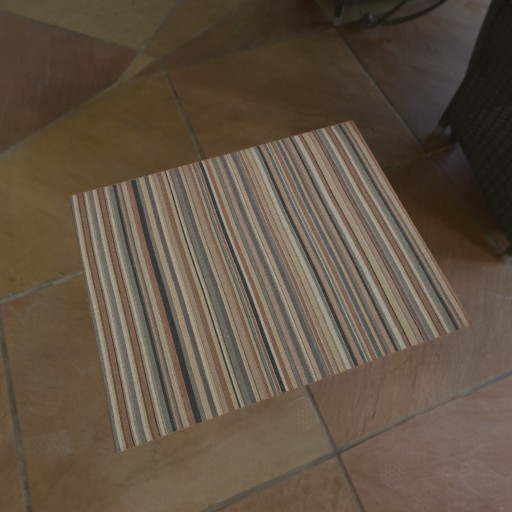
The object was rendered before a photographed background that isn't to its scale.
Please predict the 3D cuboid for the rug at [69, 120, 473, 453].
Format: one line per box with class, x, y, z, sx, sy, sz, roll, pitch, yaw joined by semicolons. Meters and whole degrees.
rug;0.000;0.000;4.034;3.045;0.011;2.436;-17;64;-9
